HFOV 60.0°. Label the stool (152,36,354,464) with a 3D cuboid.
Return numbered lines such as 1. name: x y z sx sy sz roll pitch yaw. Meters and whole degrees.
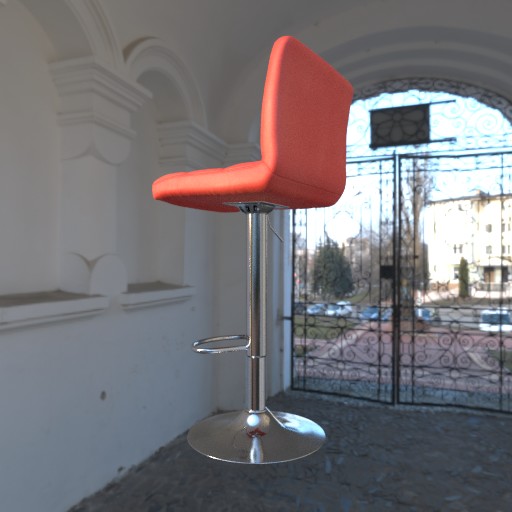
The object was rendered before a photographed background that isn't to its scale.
1. stool: 0.000 0.000 1.390 0.505 1.115 0.430 -1 -1 35
